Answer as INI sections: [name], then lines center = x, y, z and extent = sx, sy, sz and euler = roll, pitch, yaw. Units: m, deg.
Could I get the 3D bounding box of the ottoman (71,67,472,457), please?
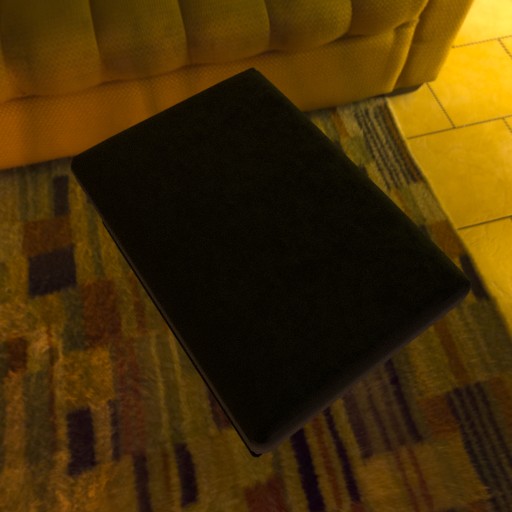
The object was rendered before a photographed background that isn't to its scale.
[ottoman]
center = 0.000, 0.000, 1.203
extent = 0.587, 0.498, 0.835
euler = -33, 68, -15
